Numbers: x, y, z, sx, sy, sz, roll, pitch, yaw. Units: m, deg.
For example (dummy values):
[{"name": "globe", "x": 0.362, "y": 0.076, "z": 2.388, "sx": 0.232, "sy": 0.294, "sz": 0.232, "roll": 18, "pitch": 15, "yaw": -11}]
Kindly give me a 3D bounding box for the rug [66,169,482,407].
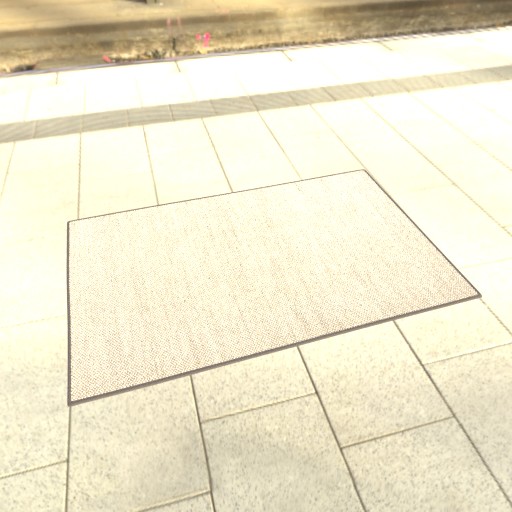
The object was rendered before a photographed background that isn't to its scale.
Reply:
[{"name": "rug", "x": 0.000, "y": 0.000, "z": 2.055, "sx": 1.676, "sy": 0.013, "sz": 1.067, "roll": -12, "pitch": 44, "yaw": -13}]
